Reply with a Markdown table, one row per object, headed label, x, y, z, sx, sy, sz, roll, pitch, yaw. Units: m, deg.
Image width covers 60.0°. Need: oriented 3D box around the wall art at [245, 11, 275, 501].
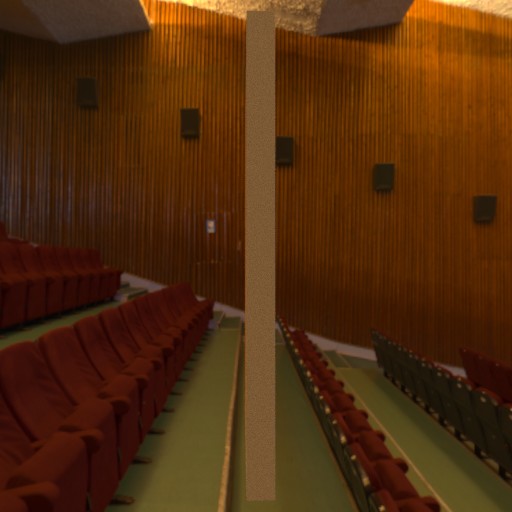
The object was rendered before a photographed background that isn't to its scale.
| label | x | y | z | sx | sy | sz | roll | pitch | yaw |
| --- | --- | --- | --- | --- | --- | --- | --- | --- | --- |
| wall art | 0.000 | 0.000 | 0.534 | 0.025 | 0.428 | 0.293 | 0 | -1 | -2 |
